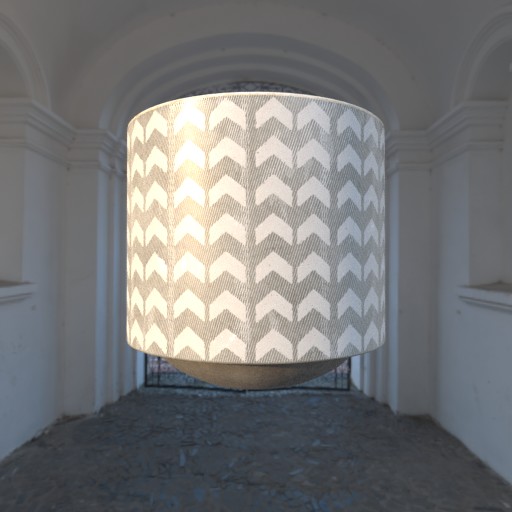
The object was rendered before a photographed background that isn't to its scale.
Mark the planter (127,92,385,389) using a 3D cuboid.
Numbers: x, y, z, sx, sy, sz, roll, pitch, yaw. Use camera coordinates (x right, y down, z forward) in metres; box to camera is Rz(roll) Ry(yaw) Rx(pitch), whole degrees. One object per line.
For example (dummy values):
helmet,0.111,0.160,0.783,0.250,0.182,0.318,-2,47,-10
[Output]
planter,0.000,0.000,0.340,0.190,0.181,0.190,0,0,0
